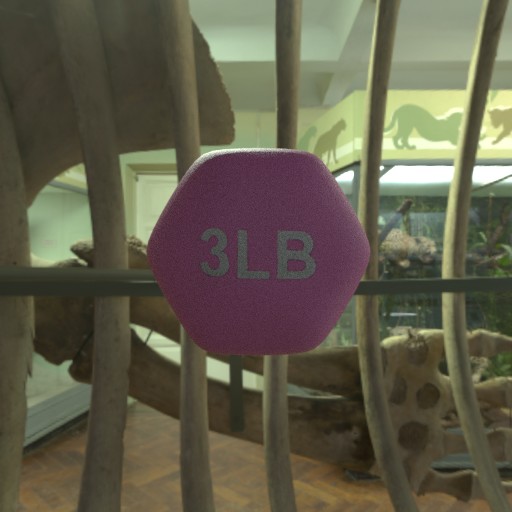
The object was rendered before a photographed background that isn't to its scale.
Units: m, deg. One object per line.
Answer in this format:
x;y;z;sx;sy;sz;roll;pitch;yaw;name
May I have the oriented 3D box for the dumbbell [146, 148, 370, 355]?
0.000;0.000;0.191;0.064;0.058;0.159;0;-1;0;dumbbell
